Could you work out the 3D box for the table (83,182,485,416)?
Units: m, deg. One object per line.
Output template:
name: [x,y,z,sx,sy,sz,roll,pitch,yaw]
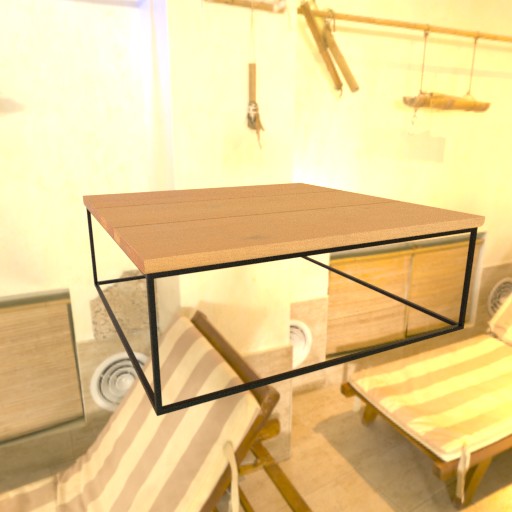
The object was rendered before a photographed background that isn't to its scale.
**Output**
table: [0.000,0.000,1.714,1.100,0.400,1.100,-8,18,-26]
